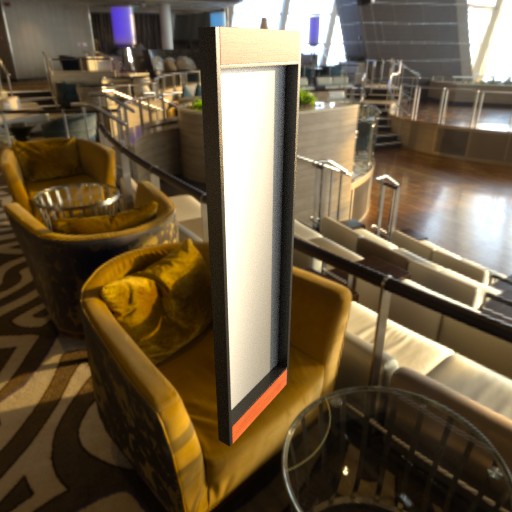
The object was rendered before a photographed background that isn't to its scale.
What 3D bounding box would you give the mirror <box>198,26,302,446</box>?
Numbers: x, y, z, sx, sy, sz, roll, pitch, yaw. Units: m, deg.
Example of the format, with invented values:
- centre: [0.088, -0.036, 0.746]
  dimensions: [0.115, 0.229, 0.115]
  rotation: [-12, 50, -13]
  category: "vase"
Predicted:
- centre: [0.000, 0.000, 1.231]
  dimensions: [0.047, 1.123, 0.343]
  rotation: [16, 30, 31]
  category: "mirror"
